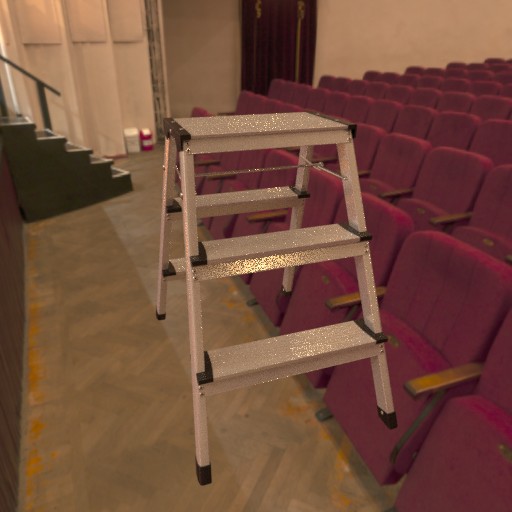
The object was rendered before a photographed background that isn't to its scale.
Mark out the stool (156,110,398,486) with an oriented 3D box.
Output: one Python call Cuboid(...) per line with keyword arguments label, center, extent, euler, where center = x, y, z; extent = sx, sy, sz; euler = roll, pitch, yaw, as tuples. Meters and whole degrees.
Cuboid(label="stool", center=(0.000, 0.000, 1.024), extent=(0.437, 0.605, 0.622), euler=(-8, 27, -17))
